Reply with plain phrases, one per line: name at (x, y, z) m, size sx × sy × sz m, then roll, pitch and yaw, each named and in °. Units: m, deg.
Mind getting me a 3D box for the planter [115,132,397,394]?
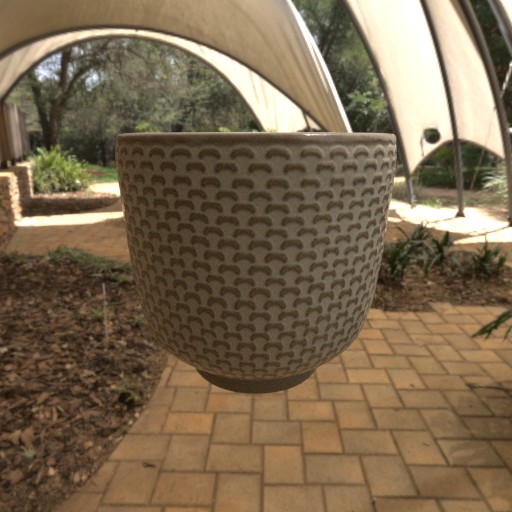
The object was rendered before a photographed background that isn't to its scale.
planter at (0.000, 0.000, 0.302) m, size 0.173 × 0.160 × 0.173 m, roll 0°, pitch 15°, yaw 0°
